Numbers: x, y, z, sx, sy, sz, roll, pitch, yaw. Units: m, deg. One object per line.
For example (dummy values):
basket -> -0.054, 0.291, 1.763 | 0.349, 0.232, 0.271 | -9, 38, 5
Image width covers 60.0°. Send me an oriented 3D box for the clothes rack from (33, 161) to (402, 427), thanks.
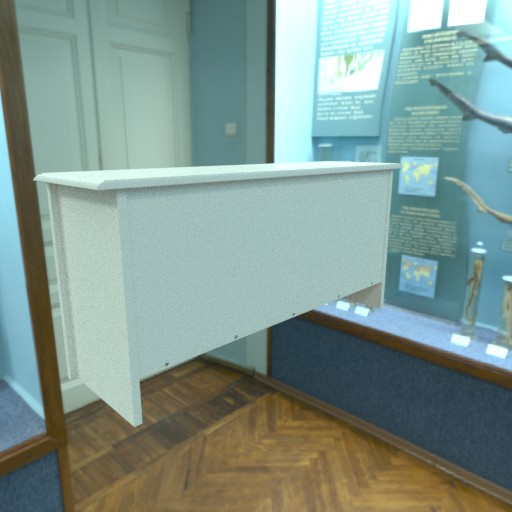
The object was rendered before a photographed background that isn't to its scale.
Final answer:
clothes rack -> 0.000, 0.000, 1.351 | 1.120, 0.531, 0.324 | -13, 19, -43
